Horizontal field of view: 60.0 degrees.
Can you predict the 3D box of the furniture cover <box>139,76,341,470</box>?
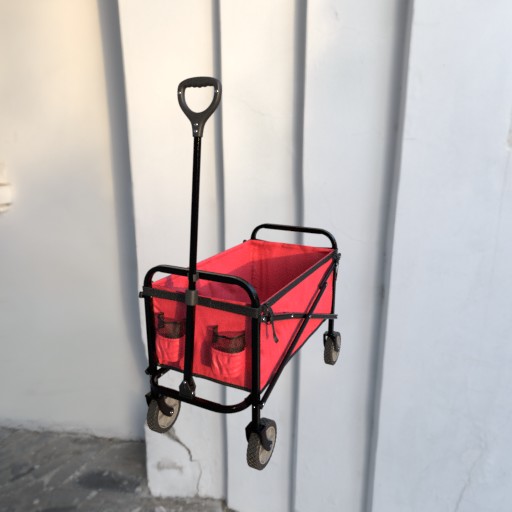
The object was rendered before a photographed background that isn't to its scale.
[{"bbox_3d":[0.000,0.000,1.815,0.532,1.295,1.038,8,17,26],"label":"furniture cover"}]
